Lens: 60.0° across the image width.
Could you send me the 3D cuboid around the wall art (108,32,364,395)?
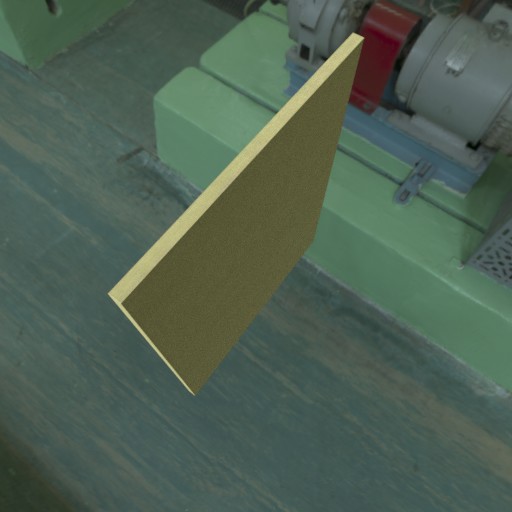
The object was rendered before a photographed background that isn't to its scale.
[{"bbox_3d":[0.000,0.000,1.329,0.030,1.002,0.798,33,69,15],"label":"wall art"}]
